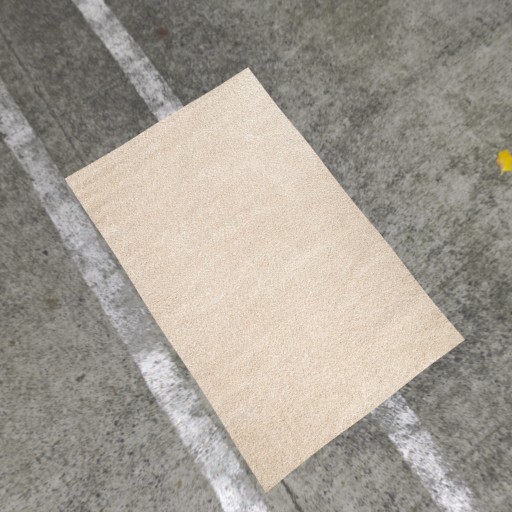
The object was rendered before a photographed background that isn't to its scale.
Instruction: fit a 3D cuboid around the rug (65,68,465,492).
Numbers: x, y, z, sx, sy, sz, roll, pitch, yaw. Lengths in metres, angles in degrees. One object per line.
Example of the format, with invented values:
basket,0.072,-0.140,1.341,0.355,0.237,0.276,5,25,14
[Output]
rug,0.000,0.000,2.864,1.500,0.025,2.346,-34,79,-8
